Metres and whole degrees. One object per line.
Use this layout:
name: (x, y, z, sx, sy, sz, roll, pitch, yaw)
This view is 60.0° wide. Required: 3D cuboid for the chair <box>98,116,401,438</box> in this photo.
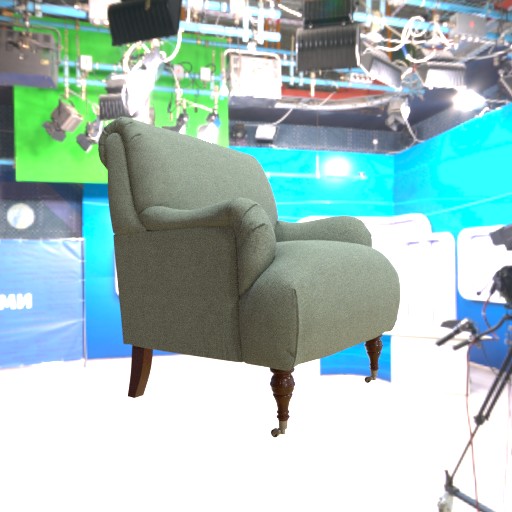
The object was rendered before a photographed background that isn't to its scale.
chair: (0.000, 0.000, 1.967, 1.060, 1.178, 0.964, 0, 0, 36)
